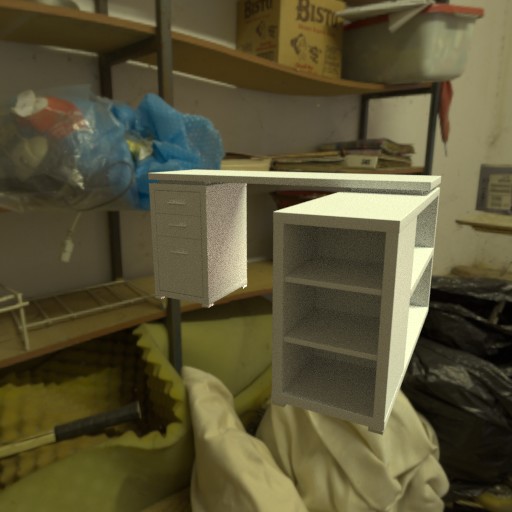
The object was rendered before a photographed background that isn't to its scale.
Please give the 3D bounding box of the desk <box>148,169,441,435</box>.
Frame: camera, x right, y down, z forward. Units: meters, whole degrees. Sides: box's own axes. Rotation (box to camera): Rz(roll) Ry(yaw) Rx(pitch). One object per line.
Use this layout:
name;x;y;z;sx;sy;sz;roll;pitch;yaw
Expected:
desk;0.000;0.000;2.180;1.524;0.753;1.200;7;15;26
